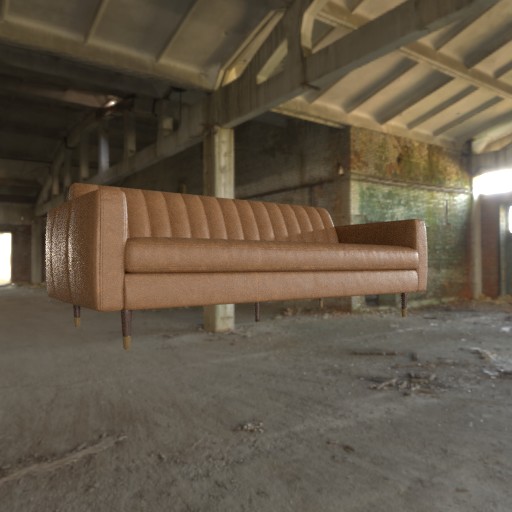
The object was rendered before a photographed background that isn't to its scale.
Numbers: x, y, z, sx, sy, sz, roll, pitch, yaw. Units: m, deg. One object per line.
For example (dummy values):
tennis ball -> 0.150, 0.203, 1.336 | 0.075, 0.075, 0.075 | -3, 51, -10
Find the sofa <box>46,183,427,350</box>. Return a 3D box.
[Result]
sofa -> 0.000, 0.000, 2.763 | 2.291, 0.821, 0.990 | 1, -1, -36
